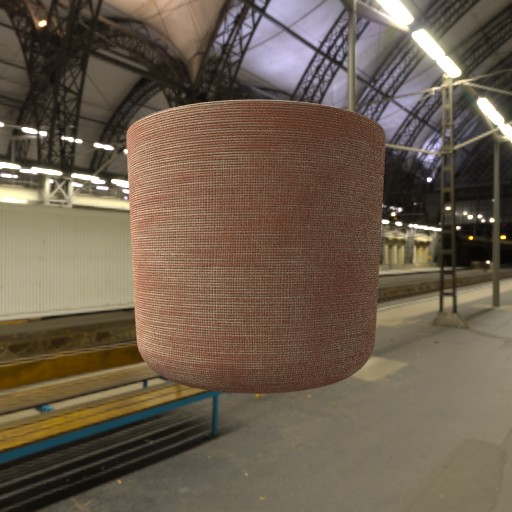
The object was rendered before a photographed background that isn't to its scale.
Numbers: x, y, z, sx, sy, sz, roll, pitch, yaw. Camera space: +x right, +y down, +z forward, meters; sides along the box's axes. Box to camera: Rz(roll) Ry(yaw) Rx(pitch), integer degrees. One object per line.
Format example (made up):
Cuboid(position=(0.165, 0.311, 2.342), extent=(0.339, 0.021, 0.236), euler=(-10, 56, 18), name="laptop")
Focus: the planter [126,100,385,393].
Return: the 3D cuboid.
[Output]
Cuboid(position=(0.000, 0.000, 0.784), extent=(0.440, 0.398, 0.440), euler=(0, 0, 0), name="planter")
